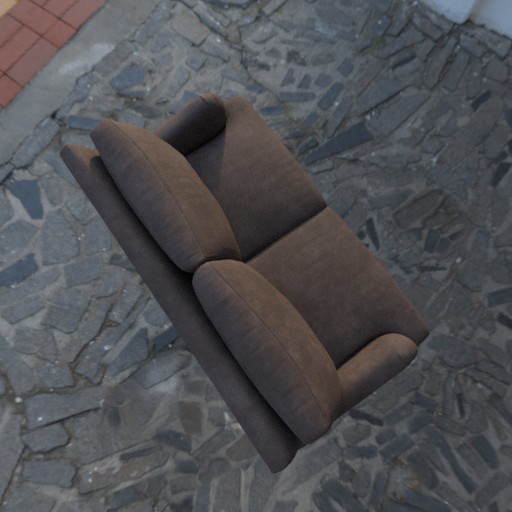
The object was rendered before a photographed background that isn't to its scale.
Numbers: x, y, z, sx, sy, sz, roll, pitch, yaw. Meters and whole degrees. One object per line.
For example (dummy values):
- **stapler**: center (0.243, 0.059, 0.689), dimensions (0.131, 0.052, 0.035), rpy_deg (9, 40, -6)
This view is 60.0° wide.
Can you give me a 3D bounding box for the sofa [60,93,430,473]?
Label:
- **sofa**: center (0.000, 0.000, 2.470), dimensions (1.084, 1.101, 1.853), rpy_deg (-35, 79, -8)
